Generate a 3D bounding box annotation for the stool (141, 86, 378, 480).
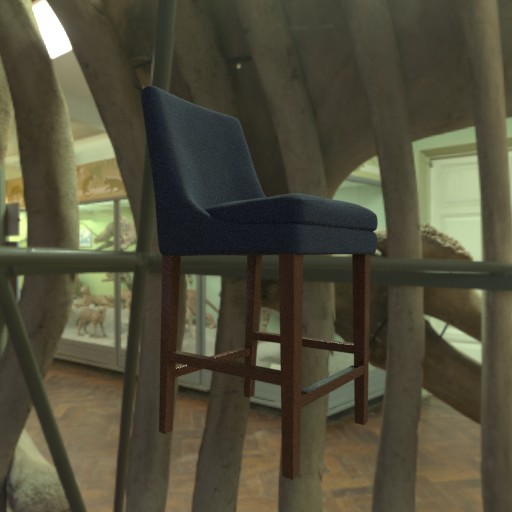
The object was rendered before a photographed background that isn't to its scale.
[{"bbox_3d":[0.000,0.000,1.289,0.577,0.981,0.470,0,0,36],"label":"stool"}]
